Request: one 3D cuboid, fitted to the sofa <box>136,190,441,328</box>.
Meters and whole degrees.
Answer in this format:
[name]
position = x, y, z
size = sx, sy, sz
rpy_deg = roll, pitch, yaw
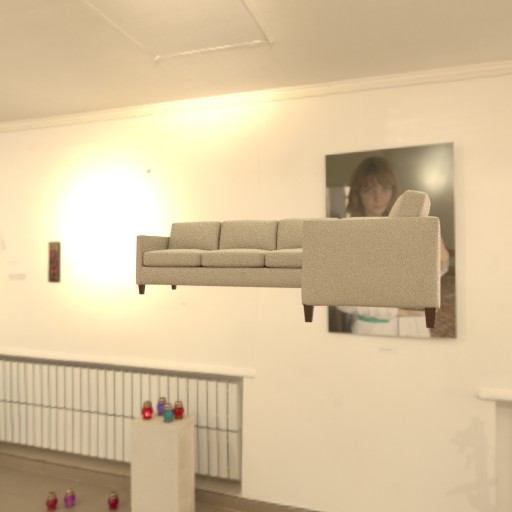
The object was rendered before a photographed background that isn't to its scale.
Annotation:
[sofa]
position = 0.000, 0.000, 4.538
size = 3.333, 0.934, 2.522
rpy_deg = 0, 0, 18
